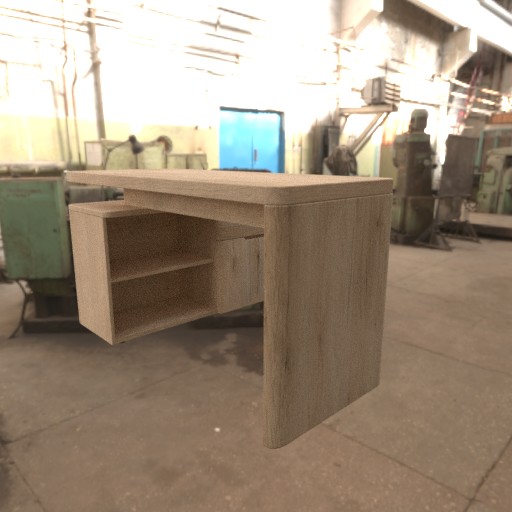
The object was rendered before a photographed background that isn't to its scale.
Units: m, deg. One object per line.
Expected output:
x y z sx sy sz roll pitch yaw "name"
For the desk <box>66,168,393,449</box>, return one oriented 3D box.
0.000 0.000 2.069 1.175 0.770 1.400 -12 18 -42 "desk"
